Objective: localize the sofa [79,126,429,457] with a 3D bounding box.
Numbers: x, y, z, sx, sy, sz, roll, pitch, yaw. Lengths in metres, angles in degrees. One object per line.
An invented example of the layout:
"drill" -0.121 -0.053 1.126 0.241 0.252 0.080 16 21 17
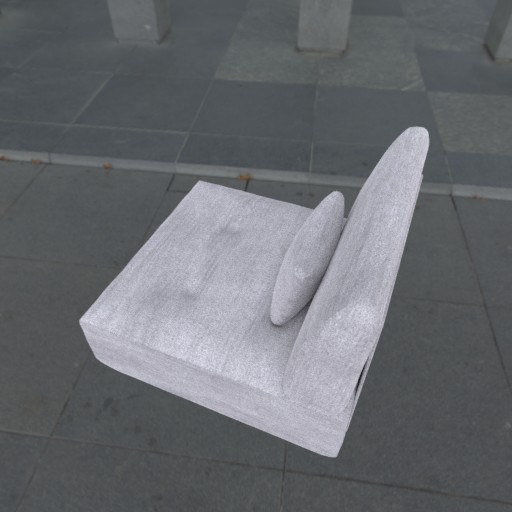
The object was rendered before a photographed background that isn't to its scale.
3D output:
"sofa" 0.000 0.000 1.687 1.000 0.820 0.930 17 48 16
